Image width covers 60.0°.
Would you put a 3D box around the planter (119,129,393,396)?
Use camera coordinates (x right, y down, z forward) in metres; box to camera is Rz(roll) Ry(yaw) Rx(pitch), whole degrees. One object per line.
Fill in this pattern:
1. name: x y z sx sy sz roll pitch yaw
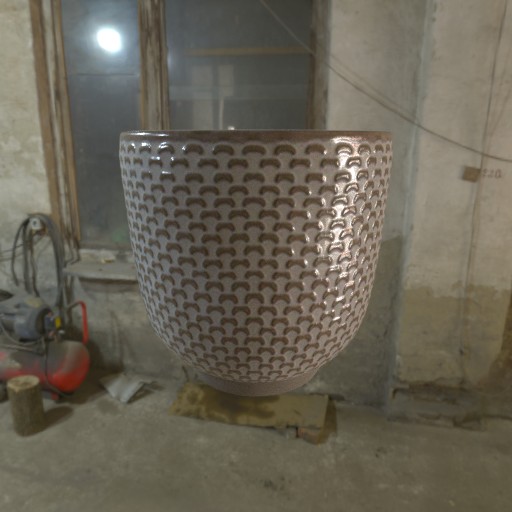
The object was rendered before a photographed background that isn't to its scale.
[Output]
1. planter: 0.000 0.000 0.353 0.197 0.191 0.197 0 15 0
